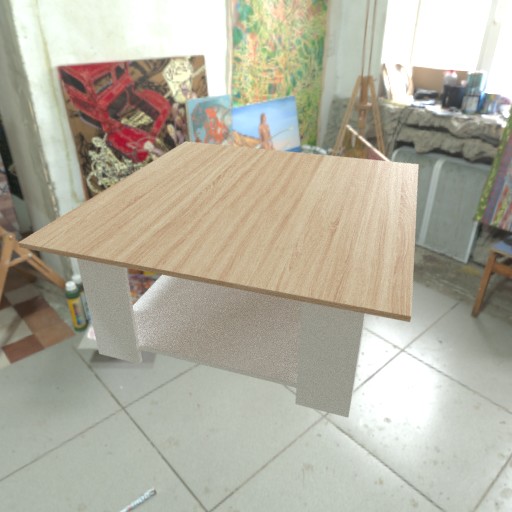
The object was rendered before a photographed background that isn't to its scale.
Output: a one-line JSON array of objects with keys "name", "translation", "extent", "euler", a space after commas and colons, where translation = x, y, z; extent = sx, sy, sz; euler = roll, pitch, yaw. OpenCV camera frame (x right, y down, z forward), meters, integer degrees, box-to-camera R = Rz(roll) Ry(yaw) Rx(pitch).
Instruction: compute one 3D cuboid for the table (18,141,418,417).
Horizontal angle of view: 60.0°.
[{"name": "table", "translation": [0.000, 0.000, 1.048], "extent": [0.670, 0.305, 0.670], "euler": [10, 32, 16]}]
